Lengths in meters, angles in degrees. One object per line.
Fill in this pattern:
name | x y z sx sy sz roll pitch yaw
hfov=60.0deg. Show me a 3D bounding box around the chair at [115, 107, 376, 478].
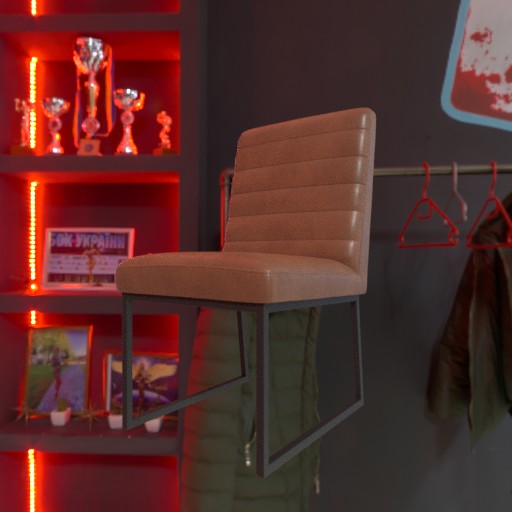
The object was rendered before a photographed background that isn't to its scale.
chair | 0.000 0.000 1.303 0.520 0.930 0.634 0 1 35
